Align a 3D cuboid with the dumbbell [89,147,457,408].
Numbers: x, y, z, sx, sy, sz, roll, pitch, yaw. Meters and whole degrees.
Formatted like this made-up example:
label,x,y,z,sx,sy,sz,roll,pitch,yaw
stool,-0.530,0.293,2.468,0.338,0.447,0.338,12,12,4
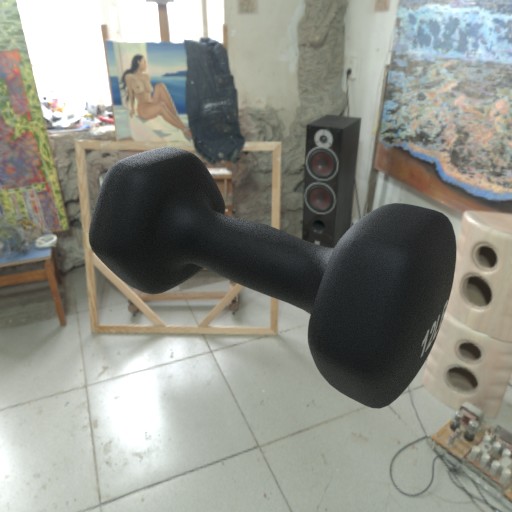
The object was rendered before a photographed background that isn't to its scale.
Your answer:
label,x,y,z,sx,sy,sz,roll,pitch,yaw
dumbbell,0.000,0.000,0.286,0.231,0.101,0.112,21,36,32
